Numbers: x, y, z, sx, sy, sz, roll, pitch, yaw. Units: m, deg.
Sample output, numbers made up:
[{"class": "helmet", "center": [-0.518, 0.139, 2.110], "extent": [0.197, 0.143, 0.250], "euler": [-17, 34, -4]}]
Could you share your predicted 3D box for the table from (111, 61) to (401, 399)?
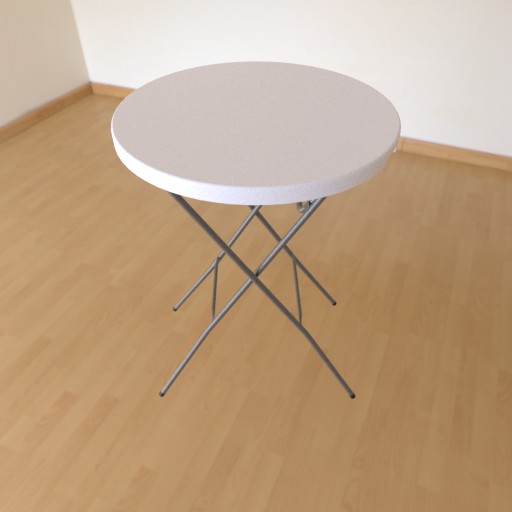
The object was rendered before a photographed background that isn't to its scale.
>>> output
[{"class": "table", "center": [0.000, 0.000, 1.610], "extent": [0.795, 1.105, 0.792], "euler": [-1, 42, -1]}]
